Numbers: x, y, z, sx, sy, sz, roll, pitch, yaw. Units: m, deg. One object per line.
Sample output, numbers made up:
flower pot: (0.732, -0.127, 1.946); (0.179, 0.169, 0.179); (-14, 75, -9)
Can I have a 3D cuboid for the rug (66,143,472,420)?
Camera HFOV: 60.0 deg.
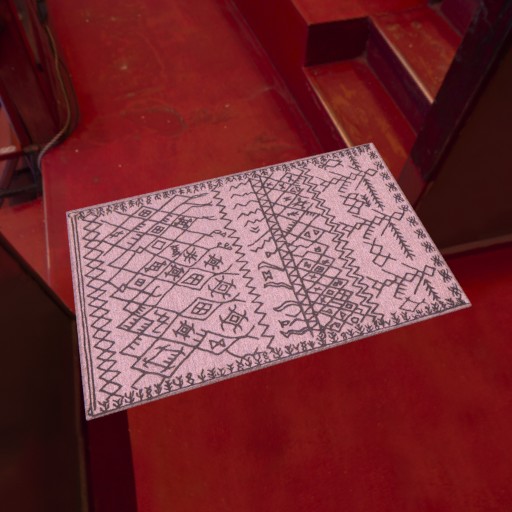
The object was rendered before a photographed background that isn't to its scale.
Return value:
rug: (0.000, 0.000, 3.050); (2.444, 0.012, 1.526); (-14, 60, -9)
